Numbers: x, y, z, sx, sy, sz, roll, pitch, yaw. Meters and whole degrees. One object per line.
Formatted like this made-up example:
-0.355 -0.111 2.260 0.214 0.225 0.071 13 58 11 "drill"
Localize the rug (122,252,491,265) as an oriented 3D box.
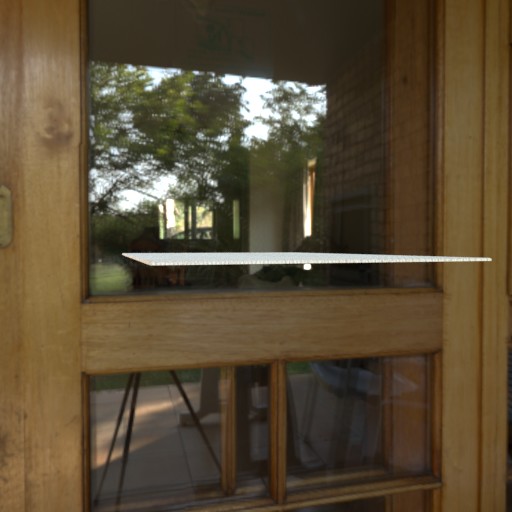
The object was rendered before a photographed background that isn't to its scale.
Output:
0.000 0.000 2.770 1.509 0.013 2.144 0 1 -19 "rug"
